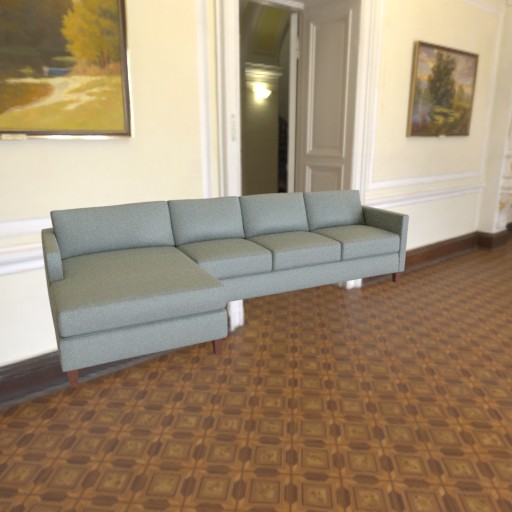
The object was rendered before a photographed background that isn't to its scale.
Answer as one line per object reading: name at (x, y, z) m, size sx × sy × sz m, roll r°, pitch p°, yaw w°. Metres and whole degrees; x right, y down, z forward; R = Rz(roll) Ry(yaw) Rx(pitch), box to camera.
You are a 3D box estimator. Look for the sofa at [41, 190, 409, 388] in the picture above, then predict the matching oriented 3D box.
sofa at (0.000, 0.000, 4.042) m, size 3.470 × 0.953 × 1.600 m, roll -8°, pitch 17°, yaw -26°
